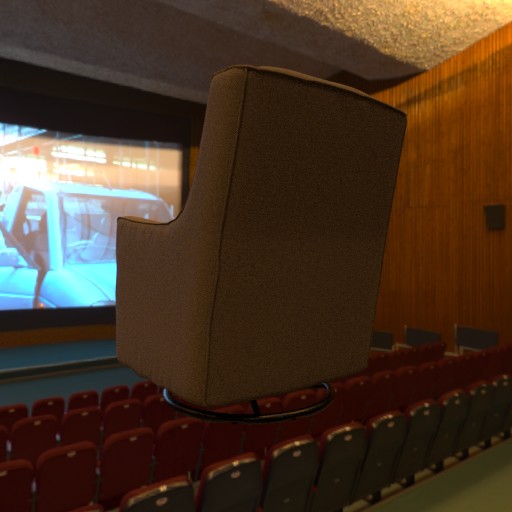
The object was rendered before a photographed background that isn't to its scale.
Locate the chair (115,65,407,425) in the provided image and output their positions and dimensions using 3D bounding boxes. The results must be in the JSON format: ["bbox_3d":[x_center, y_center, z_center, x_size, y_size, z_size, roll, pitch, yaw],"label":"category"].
[{"bbox_3d":[0.000,0.000,1.570,0.732,0.993,0.879,0,1,-37],"label":"chair"}]
